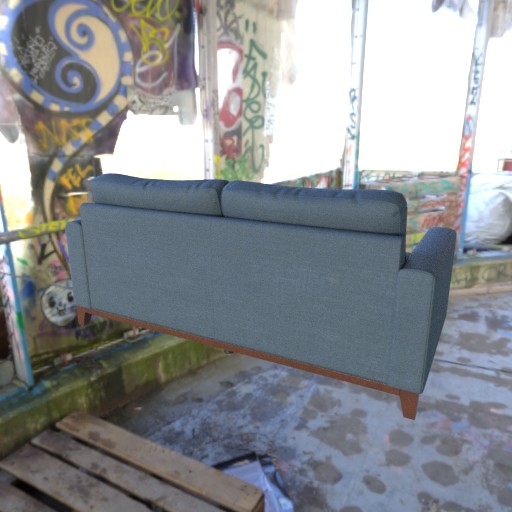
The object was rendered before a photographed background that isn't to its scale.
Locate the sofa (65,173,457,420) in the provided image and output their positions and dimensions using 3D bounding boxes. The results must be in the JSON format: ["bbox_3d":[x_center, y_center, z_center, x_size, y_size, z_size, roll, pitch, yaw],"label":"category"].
[{"bbox_3d":[0.000,0.000,2.391,1.900,0.865,0.877,8,18,27],"label":"sofa"}]
